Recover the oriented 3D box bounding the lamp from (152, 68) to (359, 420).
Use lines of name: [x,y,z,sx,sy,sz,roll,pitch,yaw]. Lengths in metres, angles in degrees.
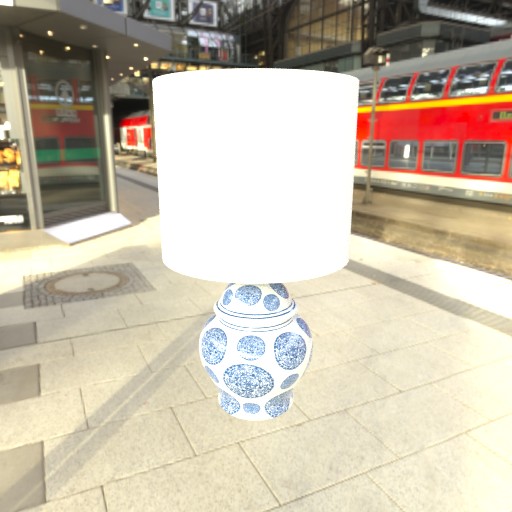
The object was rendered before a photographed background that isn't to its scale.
lamp: [0.000,0.000,0.521,0.215,0.381,0.215,-8,17,-27]
